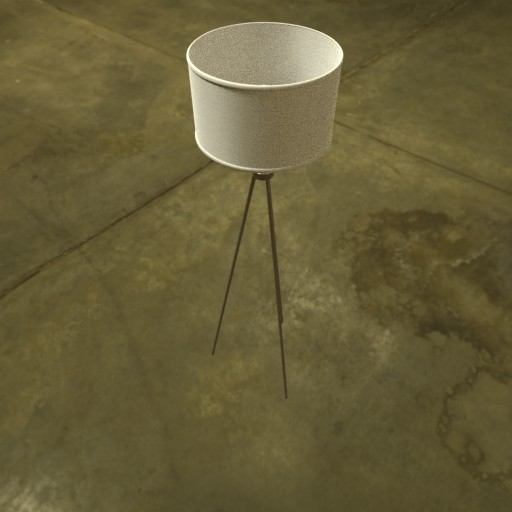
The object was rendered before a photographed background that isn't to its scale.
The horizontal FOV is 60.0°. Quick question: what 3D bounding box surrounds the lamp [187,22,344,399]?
[{"bbox_3d":[0.000,0.000,1.714,0.458,1.545,0.448,-3,47,-3],"label":"lamp"}]
